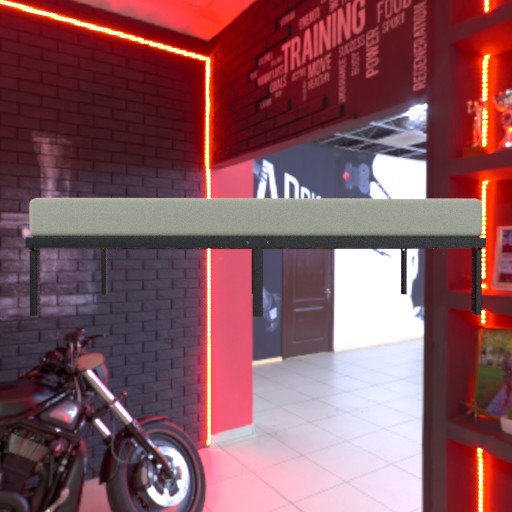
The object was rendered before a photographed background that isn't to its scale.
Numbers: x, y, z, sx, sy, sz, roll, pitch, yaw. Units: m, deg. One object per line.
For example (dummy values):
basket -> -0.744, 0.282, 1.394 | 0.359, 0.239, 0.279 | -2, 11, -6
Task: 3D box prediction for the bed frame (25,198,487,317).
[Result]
bed frame -> 0.000, 0.000, 3.212 | 2.635, 0.680, 1.393 | 0, 1, -1
